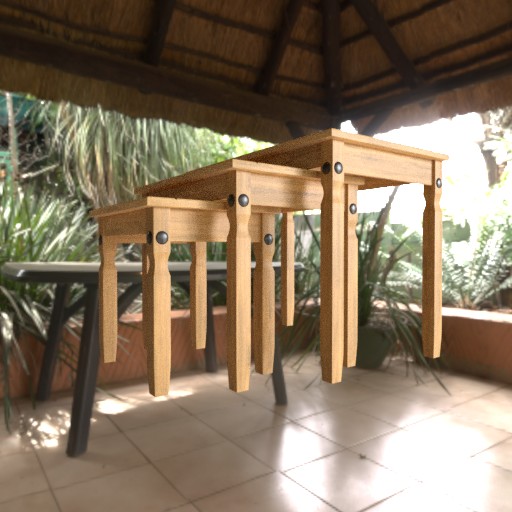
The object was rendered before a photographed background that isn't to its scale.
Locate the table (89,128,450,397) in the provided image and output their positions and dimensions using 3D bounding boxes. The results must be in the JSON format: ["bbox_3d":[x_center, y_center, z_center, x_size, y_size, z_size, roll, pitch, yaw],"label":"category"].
[{"bbox_3d":[0.000,0.000,1.204,0.773,0.535,0.660,-1,1,-36],"label":"table"}]
